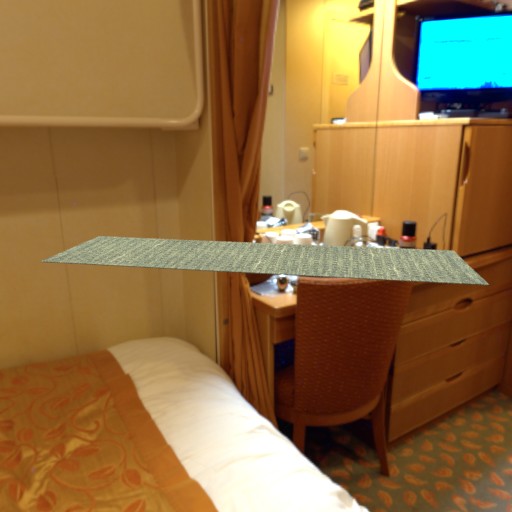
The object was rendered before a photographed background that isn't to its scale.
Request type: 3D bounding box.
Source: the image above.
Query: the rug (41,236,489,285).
[{"bbox_3d":[0.000,0.000,2.704,2.443,0.008,0.688,3,15,10],"label":"rug"}]
